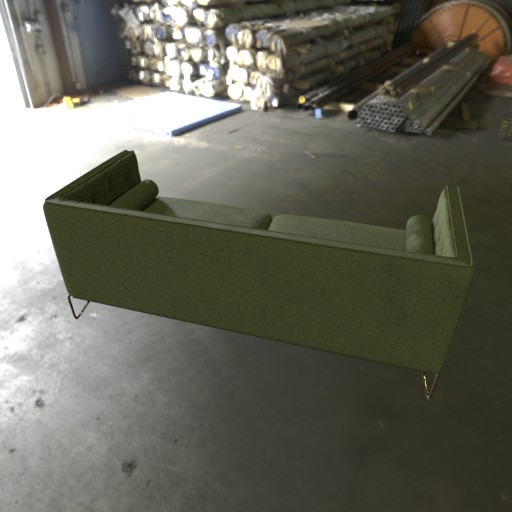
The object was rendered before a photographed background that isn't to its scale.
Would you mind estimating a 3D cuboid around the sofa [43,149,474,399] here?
[{"bbox_3d":[0.000,0.000,2.532,2.087,0.789,0.867,9,34,14],"label":"sofa"}]
